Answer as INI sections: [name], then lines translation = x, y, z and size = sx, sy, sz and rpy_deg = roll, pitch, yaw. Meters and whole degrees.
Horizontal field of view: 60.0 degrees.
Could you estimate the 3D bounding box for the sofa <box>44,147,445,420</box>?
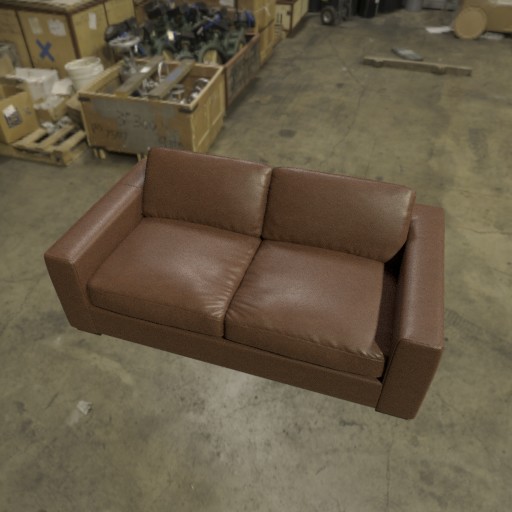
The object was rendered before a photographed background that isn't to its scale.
[sofa]
translation = 0.000, 0.000, 2.451
size = 1.920, 0.800, 1.070
rpy_deg = 12, 42, 13
